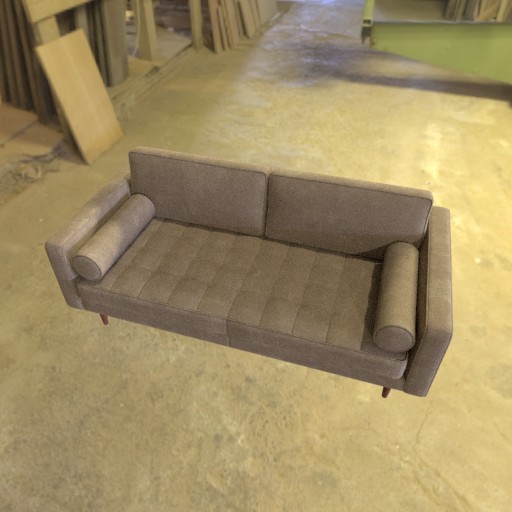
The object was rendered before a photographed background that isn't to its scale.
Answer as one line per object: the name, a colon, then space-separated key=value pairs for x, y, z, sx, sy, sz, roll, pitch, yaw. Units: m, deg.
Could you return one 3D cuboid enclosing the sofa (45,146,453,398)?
sofa: x=0.000 y=0.000 z=2.313 sx=1.883 sy=0.769 sz=0.920 roll=11 pitch=42 yaw=13
